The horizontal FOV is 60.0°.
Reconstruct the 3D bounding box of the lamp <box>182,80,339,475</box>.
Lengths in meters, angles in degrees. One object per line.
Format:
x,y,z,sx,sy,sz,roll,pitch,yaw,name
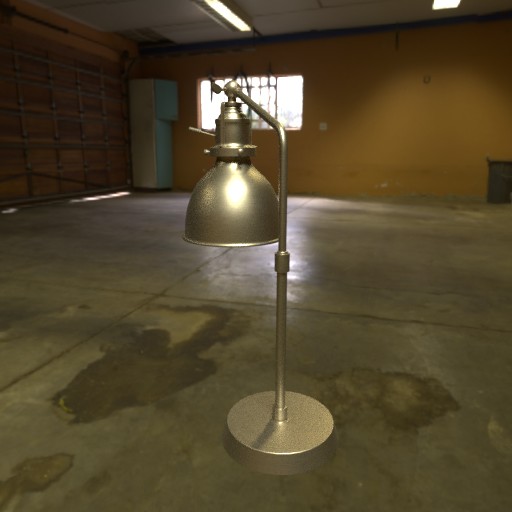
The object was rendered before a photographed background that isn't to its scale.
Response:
0.000,0.000,0.589,0.153,0.456,0.286,-7,15,-27,lamp
